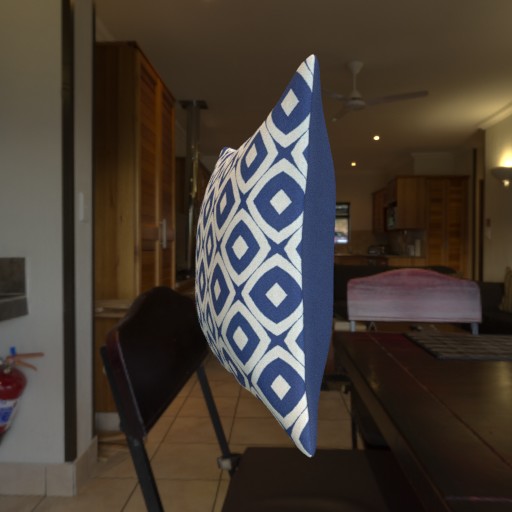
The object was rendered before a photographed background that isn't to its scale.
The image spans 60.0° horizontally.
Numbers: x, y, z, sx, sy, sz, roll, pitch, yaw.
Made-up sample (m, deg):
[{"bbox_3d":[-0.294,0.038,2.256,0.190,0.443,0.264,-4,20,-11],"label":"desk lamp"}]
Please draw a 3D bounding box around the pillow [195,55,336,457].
[{"bbox_3d":[0.000,0.000,0.780,0.188,0.494,0.504,0,1,-16],"label":"pillow"}]
